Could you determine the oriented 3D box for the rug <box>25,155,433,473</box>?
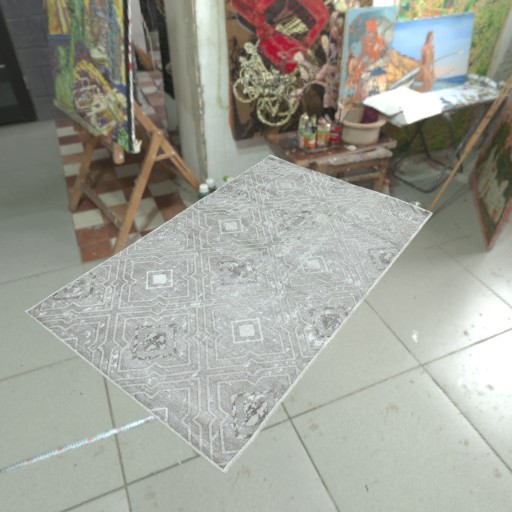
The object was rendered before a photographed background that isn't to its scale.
[{"bbox_3d":[0.000,0.000,2.975,1.537,0.036,2.447,26,47,28],"label":"rug"}]
